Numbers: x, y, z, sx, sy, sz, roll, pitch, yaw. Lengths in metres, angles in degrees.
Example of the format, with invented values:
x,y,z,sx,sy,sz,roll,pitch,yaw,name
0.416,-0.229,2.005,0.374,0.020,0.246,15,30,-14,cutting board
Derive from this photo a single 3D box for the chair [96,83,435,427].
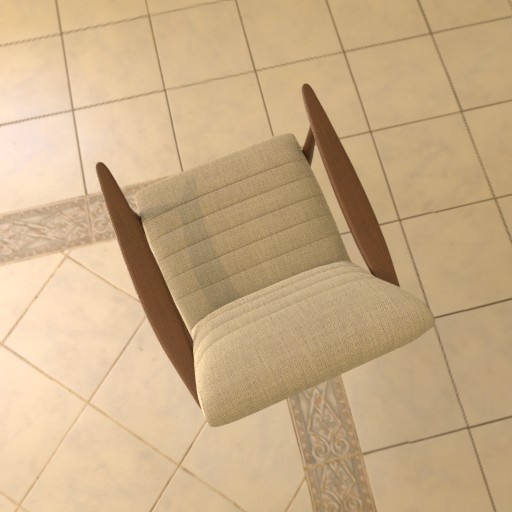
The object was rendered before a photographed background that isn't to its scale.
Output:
x,y,z,sx,sy,sz,roll,pitch,yaw,name
0.000,0.000,1.423,0.741,0.832,0.798,-23,78,-5,chair
